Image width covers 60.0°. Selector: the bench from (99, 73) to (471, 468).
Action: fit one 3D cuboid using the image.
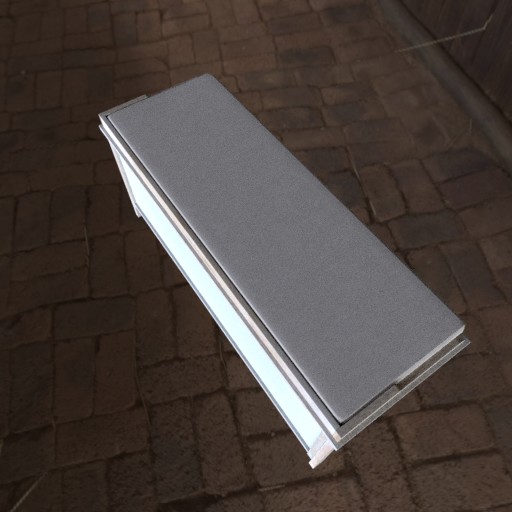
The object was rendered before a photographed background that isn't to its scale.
[{"bbox_3d":[0.000,0.000,1.366,0.398,0.501,1.140,-31,63,-18],"label":"bench"}]
